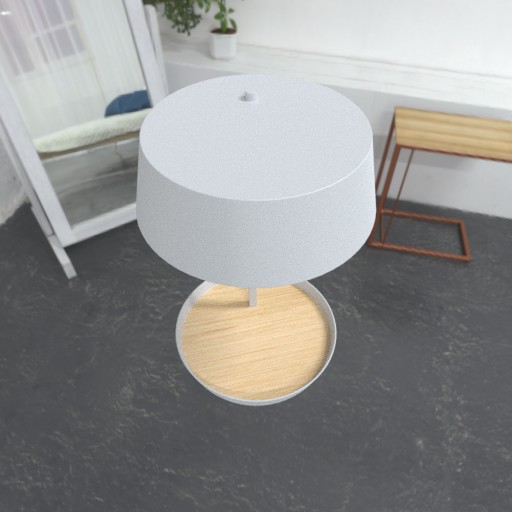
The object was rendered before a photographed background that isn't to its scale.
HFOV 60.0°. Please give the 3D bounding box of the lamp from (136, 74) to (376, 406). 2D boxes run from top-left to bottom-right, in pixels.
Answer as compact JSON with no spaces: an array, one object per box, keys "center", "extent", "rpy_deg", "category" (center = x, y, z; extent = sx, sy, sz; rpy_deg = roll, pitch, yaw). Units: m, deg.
[{"center":[0.000,0.000,0.626],"extent":[0.291,0.429,0.291],"rpy_deg":[0,47,0],"category":"lamp"}]
